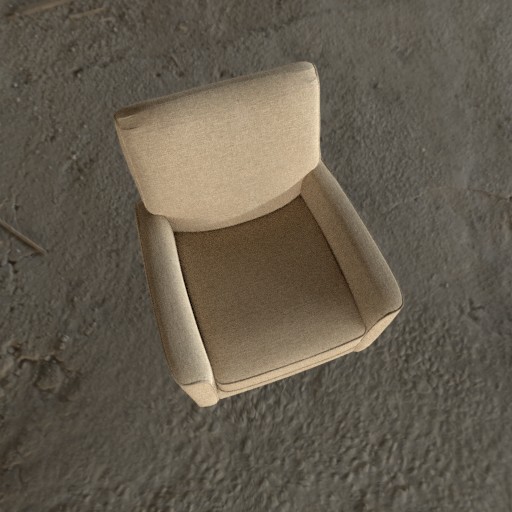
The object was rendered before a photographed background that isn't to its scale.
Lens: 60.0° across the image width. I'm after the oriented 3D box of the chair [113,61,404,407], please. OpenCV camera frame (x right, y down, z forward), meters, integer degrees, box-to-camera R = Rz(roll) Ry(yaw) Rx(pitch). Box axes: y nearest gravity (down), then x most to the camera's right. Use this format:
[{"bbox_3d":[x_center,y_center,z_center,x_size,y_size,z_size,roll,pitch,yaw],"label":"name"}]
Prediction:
[{"bbox_3d":[0.000,0.000,1.695,0.841,1.028,0.858,-18,66,-8],"label":"chair"}]
